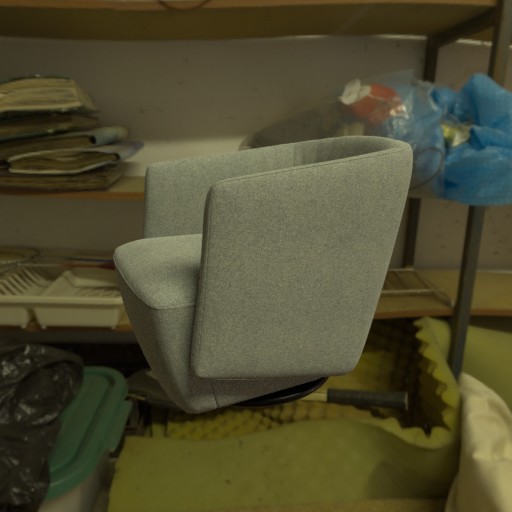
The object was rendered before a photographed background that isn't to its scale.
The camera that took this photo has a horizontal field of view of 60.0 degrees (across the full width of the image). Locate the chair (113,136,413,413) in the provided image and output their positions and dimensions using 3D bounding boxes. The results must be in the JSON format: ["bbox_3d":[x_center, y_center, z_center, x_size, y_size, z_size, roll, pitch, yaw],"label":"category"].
[{"bbox_3d":[0.000,0.000,1.650,0.986,0.861,0.822,-7,17,-24],"label":"chair"}]
